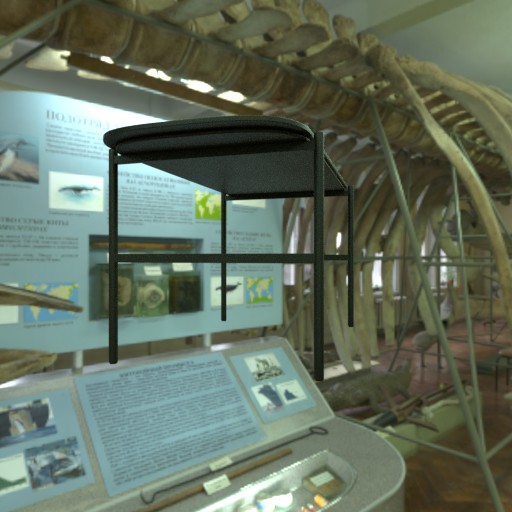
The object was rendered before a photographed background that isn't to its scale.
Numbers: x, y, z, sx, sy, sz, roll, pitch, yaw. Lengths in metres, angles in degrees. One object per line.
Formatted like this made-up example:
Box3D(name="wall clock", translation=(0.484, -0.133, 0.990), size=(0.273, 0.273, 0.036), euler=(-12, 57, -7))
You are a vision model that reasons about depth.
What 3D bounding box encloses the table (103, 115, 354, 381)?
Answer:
Box3D(name="table", translation=(0.000, 0.000, 1.035), size=(0.400, 0.400, 0.800), euler=(0, 0, 17))
